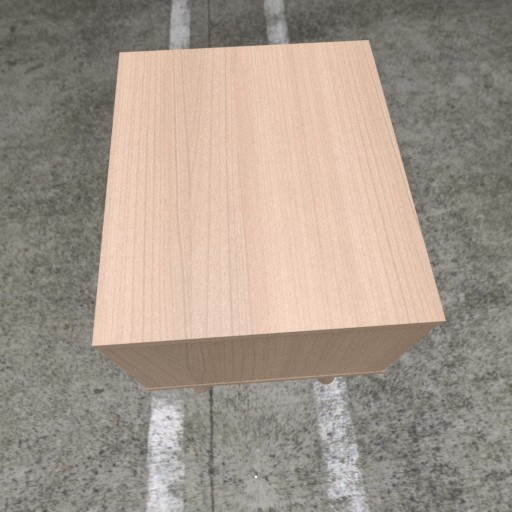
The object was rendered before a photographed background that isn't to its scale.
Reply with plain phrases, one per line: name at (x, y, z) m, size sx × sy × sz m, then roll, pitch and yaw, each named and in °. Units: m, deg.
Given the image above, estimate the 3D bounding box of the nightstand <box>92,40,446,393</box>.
nightstand at (0.000, 0.000, 0.811) m, size 0.380 × 0.530 × 0.450 m, roll -4°, pitch 64°, yaw -2°
